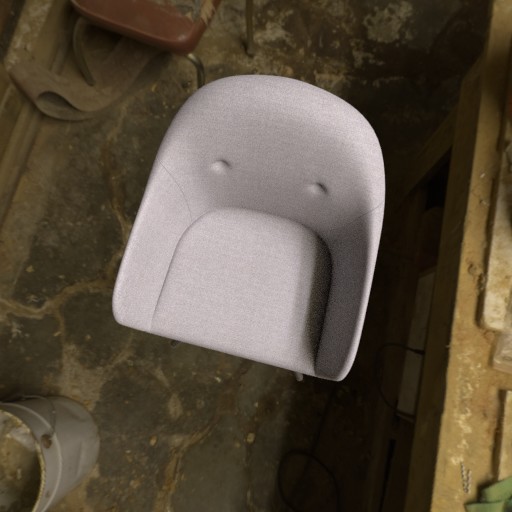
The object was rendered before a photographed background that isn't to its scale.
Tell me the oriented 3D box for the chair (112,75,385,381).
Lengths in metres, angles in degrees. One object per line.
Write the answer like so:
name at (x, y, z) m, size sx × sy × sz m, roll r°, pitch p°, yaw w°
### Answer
chair at (0.000, 0.000, 1.186) m, size 0.540 × 0.780 × 0.570 m, roll 14°, pitch 76°, yaw 4°
